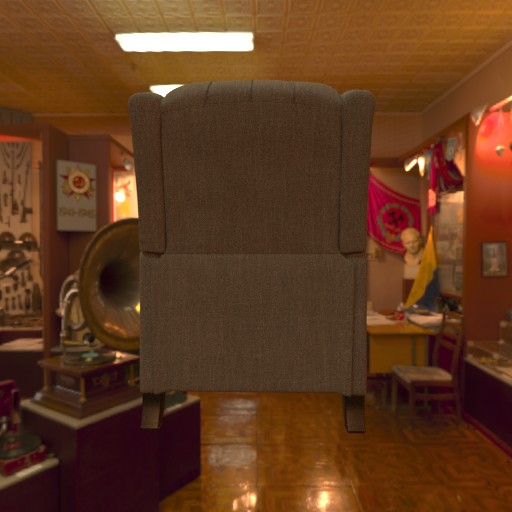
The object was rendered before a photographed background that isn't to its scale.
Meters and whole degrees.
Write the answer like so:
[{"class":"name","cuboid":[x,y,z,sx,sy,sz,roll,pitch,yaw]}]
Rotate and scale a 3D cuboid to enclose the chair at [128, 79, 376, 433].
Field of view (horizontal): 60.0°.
[{"class":"chair","cuboid":[0.000,0.000,1.638,0.742,1.035,0.898,0,1,2]}]
